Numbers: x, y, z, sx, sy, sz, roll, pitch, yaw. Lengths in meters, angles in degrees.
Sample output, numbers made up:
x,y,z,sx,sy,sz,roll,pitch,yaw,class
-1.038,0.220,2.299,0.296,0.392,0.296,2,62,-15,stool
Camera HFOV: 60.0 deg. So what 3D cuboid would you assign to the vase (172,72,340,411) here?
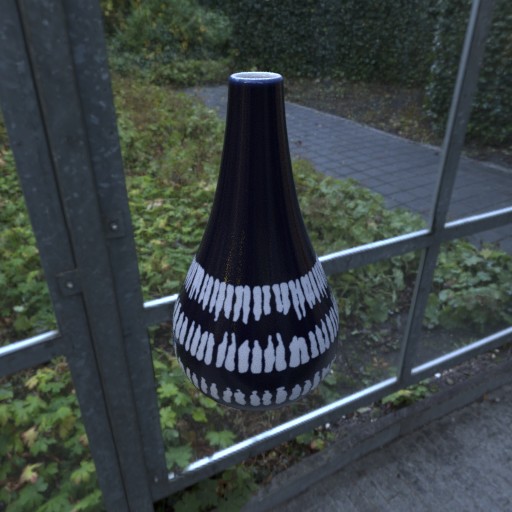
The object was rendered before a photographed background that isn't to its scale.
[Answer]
x,y,z,sx,sy,sz,roll,pitch,yaw,class
0.000,0.000,0.387,0.159,0.295,0.159,0,29,0,vase
